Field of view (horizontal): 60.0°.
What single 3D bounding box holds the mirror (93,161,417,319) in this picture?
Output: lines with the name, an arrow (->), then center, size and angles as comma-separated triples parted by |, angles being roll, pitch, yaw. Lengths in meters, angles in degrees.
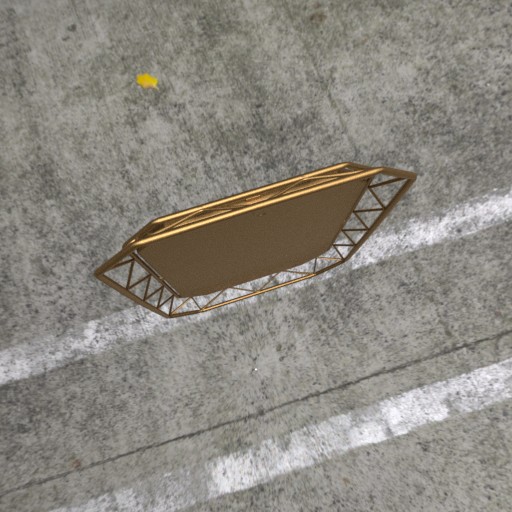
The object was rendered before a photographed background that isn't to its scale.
mirror -> 0.000, 0.000, 0.747 | 0.417, 0.566, 0.042 | -17, 76, -4
